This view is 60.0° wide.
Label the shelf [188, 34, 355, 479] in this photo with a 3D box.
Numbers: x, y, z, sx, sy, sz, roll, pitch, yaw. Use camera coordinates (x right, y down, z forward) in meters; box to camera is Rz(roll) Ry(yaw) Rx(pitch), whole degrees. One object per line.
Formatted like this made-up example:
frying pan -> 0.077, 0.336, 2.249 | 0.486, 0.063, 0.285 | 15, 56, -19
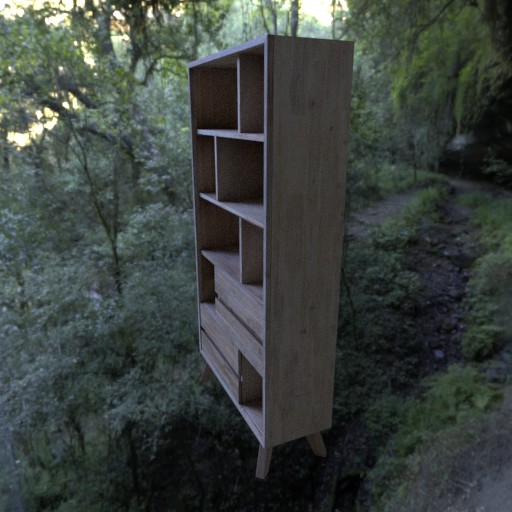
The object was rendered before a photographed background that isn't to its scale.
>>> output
shelf -> 0.000, 0.000, 1.762 | 0.308, 1.471, 0.748 | -8, 19, -23
